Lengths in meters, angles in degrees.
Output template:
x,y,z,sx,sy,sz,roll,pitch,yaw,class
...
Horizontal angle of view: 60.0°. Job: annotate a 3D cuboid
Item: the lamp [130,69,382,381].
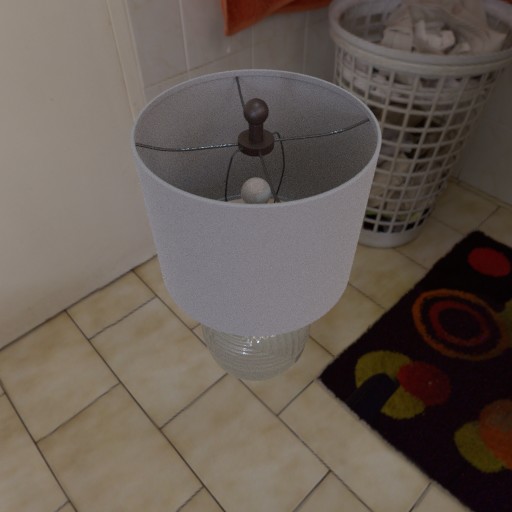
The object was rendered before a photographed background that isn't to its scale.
x,y,z,sx,sy,sz,roll,pitch,yaw,class
0.000,0.000,0.753,0.318,0.567,0.318,0,48,0,lamp
